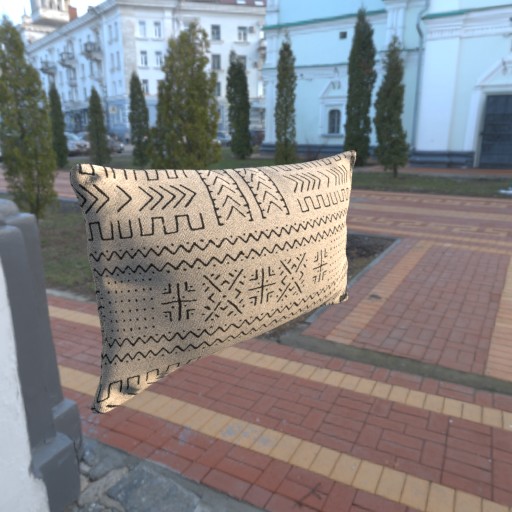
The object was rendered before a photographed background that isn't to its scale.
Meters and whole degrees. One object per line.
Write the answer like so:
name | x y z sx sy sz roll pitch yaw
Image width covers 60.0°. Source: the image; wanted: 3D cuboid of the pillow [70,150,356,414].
pillow | 0.000 0.000 0.792 0.188 0.352 0.637 15 21 42
